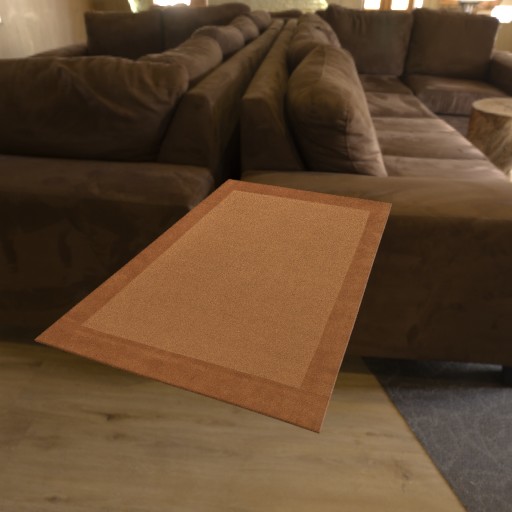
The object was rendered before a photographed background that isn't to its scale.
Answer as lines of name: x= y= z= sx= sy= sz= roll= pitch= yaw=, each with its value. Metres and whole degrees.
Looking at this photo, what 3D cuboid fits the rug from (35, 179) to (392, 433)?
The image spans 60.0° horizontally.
rug: x=0.000 y=0.000 z=3.035 sx=1.524 sy=0.014 sz=2.438 roll=12 pitch=33 yaw=18
